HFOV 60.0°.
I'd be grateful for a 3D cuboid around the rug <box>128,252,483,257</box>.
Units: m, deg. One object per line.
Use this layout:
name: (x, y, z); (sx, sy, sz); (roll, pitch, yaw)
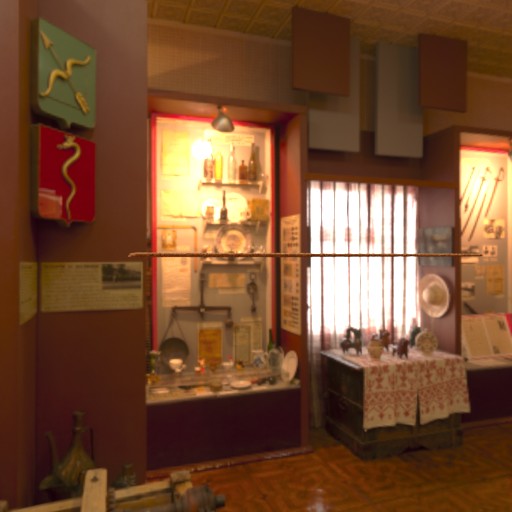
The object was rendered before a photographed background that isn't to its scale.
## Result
rug: (0.000, 0.000, 2.796); (1.566, 0.013, 2.141); (0, 0, -17)
